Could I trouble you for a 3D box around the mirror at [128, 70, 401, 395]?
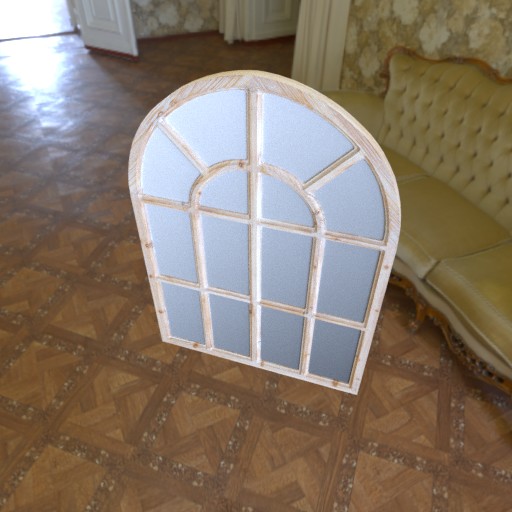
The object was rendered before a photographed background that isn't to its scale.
[{"bbox_3d":[0.000,0.000,1.142,0.660,0.920,0.032,12,42,14],"label":"mirror"}]
